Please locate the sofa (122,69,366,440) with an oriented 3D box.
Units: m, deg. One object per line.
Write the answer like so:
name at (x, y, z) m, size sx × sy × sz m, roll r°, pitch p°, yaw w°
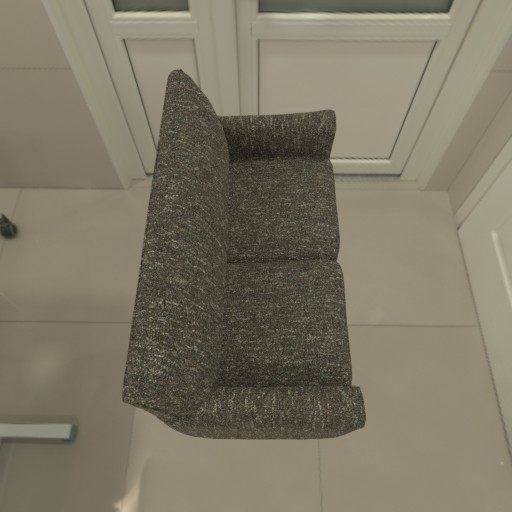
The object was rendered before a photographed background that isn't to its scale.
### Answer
sofa at (0.000, 0.000, 2.042) m, size 0.801 × 0.946 × 1.519 m, roll 0°, pitch 62°, yaw 0°
